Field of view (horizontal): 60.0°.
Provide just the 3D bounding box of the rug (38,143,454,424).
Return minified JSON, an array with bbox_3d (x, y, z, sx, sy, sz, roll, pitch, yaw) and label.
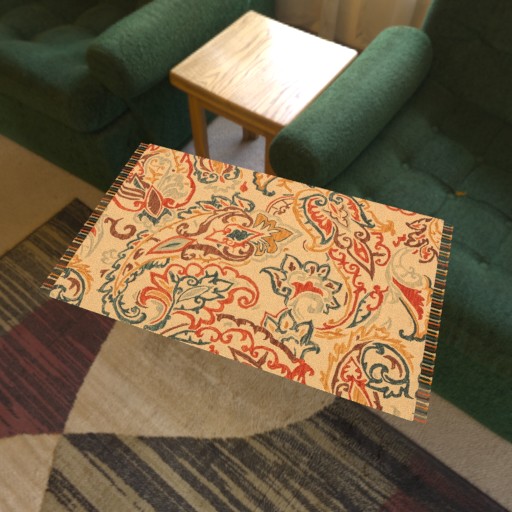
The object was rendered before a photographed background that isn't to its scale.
[{"bbox_3d":[0.000,0.000,3.142,2.584,0.010,1.523,17,59,10],"label":"rug"}]
